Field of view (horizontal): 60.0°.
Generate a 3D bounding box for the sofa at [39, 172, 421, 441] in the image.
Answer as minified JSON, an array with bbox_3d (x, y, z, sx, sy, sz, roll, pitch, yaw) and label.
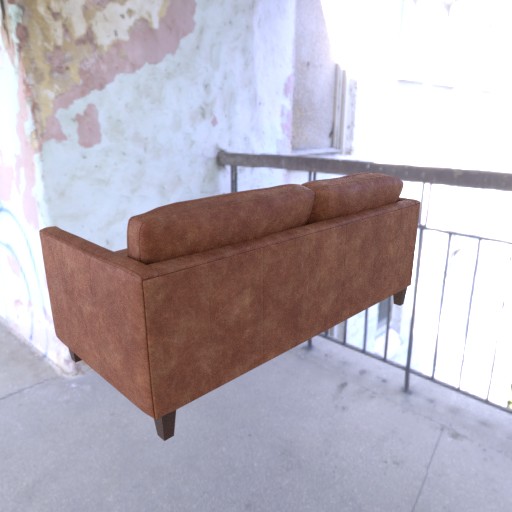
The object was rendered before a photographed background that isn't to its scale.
[{"bbox_3d":[0.000,0.000,2.445,1.971,0.863,0.923,-16,24,-42],"label":"sofa"}]
